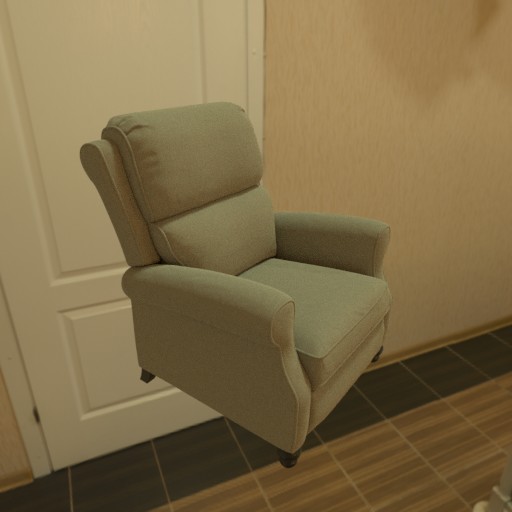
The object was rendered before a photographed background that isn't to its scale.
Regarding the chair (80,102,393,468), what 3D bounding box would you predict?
[{"bbox_3d":[0.000,0.000,1.705,0.919,1.046,0.859,18,30,33],"label":"chair"}]
